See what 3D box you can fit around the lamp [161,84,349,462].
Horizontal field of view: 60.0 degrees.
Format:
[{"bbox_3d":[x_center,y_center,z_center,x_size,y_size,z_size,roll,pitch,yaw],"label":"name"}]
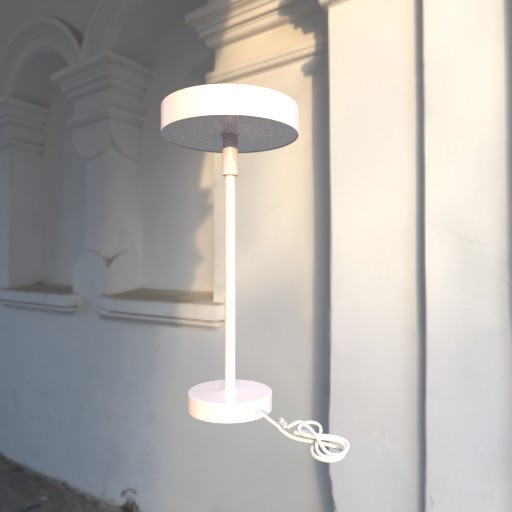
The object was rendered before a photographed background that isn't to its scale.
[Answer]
[{"bbox_3d":[0.000,0.000,0.688,0.229,0.508,0.369,1,-1,-38],"label":"lamp"}]
